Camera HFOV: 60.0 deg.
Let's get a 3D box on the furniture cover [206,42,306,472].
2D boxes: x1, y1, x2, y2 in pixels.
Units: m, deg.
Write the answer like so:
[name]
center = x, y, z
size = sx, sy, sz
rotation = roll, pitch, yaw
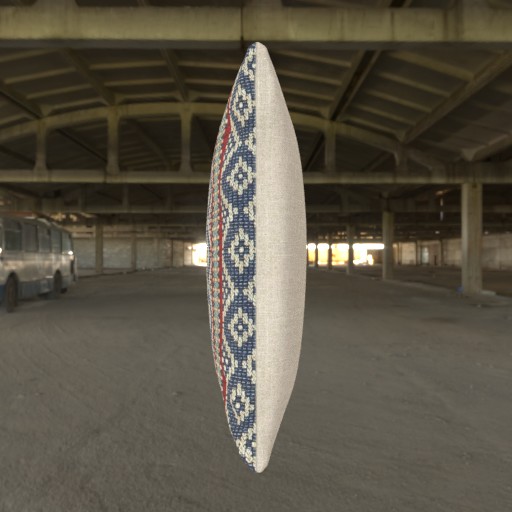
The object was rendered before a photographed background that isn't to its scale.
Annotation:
[furniture cover]
center = 0.000, 0.000, 0.654
size = 0.139, 0.431, 0.431
rotation = 0, 0, 0
